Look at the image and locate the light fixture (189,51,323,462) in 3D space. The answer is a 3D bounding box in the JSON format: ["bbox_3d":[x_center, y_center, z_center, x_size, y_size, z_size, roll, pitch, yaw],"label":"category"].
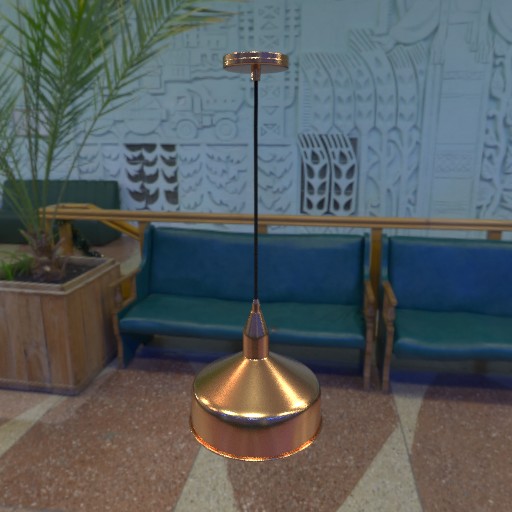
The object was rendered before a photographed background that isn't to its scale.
[{"bbox_3d":[0.000,0.000,0.911,0.301,0.754,0.301,3,15,10],"label":"light fixture"}]
